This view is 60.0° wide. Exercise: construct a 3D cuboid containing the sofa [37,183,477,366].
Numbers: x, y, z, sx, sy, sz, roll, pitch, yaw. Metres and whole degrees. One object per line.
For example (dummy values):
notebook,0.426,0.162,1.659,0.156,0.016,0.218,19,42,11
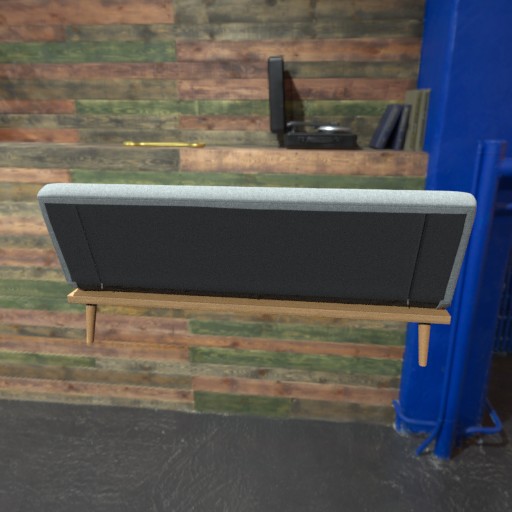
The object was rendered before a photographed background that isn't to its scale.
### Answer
sofa,0.000,0.000,2.250,1.820,0.800,0.800,2,18,7
